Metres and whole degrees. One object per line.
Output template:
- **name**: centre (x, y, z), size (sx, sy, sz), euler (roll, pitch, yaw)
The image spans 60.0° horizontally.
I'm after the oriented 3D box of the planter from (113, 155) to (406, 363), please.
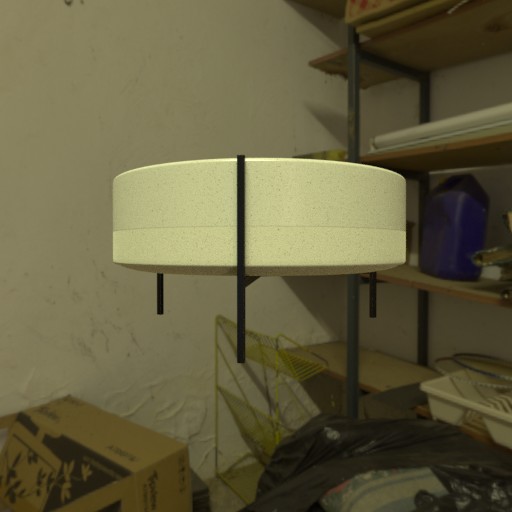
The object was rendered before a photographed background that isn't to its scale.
- **planter**: centre (0.000, 0.000, 0.538), size (0.345, 0.171, 0.336), euler (1, 1, 35)
